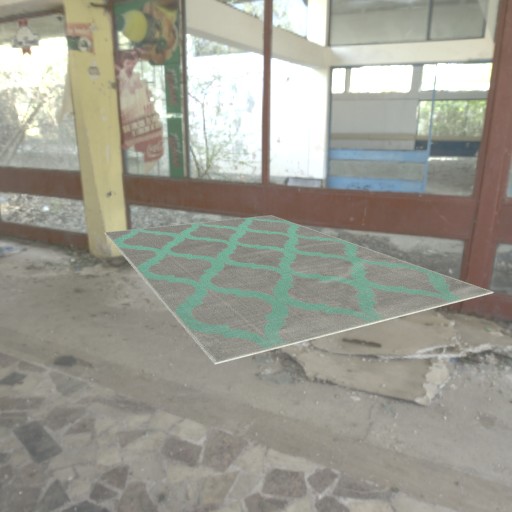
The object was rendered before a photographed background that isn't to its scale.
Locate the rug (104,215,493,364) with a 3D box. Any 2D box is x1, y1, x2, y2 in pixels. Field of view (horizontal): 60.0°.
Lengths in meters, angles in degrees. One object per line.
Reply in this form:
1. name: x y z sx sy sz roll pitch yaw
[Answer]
1. rug: 0.000 0.000 2.880 1.524 0.006 2.286 -8 18 -26
